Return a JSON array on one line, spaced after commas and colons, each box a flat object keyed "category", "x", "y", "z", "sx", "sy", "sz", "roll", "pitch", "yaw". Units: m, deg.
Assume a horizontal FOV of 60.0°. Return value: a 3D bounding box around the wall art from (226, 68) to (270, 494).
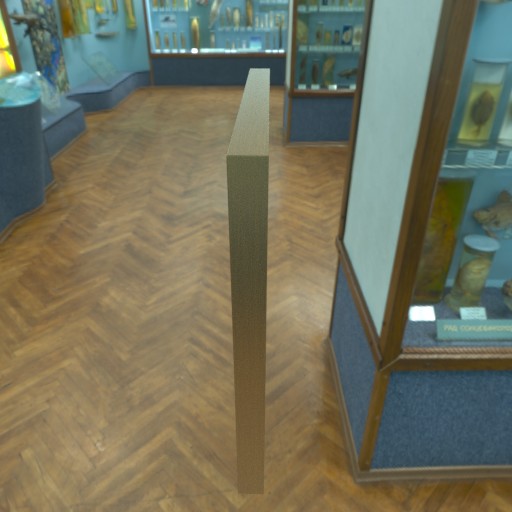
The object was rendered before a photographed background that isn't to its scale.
[{"category": "wall art", "x": 0.000, "y": 0.000, "z": 0.732, "sx": 0.037, "sy": 0.505, "sz": 0.505, "roll": 1, "pitch": 31, "yaw": 1}]
